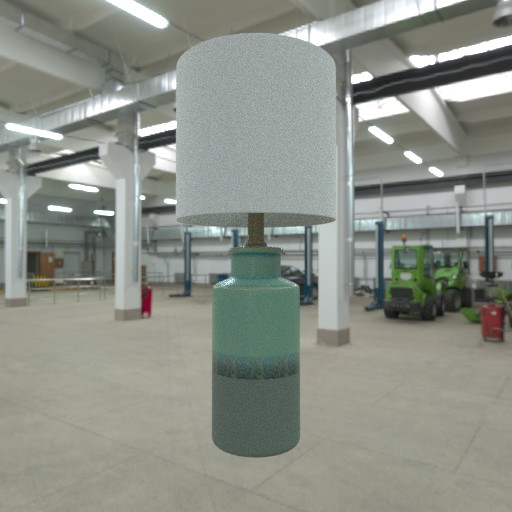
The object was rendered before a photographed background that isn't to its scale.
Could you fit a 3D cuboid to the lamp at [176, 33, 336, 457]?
[{"bbox_3d":[0.000,0.000,0.594,0.212,0.493,0.212,0,-1,0],"label":"lamp"}]
